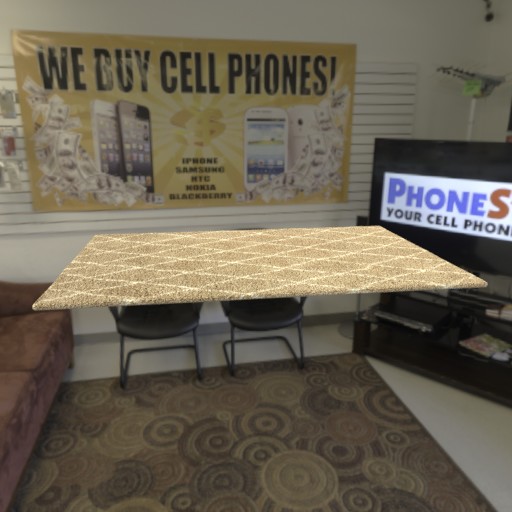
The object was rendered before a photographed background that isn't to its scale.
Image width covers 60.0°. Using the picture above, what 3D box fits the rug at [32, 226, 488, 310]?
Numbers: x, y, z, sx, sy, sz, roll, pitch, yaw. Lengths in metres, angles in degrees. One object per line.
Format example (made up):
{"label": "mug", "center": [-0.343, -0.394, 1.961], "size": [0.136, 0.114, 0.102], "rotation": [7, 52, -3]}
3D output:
{"label": "rug", "center": [0.000, 0.000, 3.057], "size": [2.438, 0.030, 1.524], "rotation": [-2, 16, -8]}
